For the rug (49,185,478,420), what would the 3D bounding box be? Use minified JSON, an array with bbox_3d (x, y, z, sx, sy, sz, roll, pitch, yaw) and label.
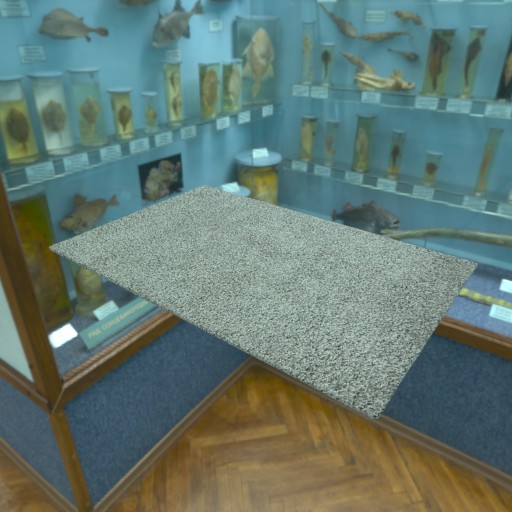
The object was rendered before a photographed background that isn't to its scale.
[{"bbox_3d":[0.000,0.000,3.359,2.743,0.030,1.778,20,35,32],"label":"rug"}]
